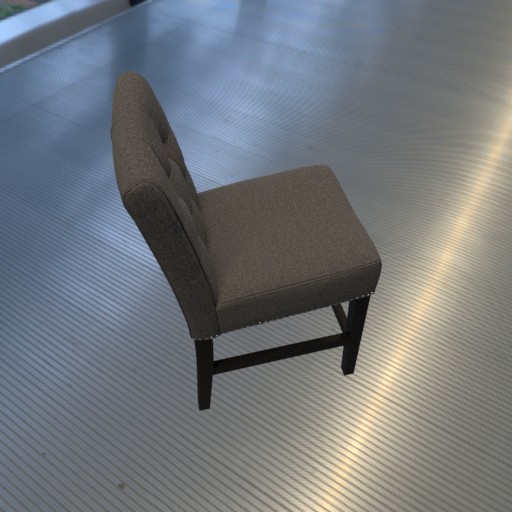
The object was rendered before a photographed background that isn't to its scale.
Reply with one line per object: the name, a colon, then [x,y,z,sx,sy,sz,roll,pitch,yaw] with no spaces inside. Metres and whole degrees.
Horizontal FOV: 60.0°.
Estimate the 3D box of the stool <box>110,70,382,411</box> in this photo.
stool: [0.000,0.000,1.190,0.571,0.885,0.427,-10,48,-9]
